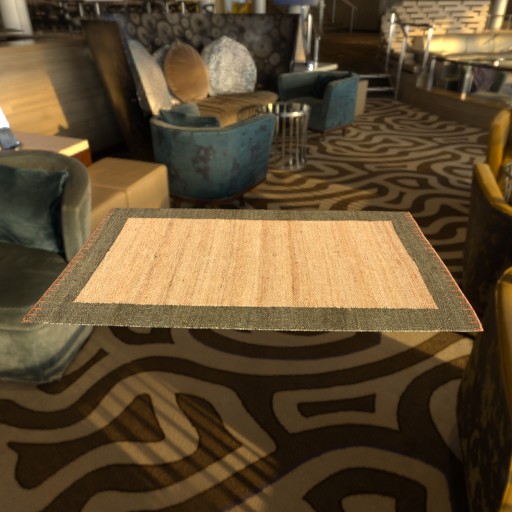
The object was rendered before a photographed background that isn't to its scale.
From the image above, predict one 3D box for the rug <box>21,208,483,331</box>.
[{"bbox_3d":[0.000,0.000,2.949,2.435,0.006,1.521,1,30,2],"label":"rug"}]
